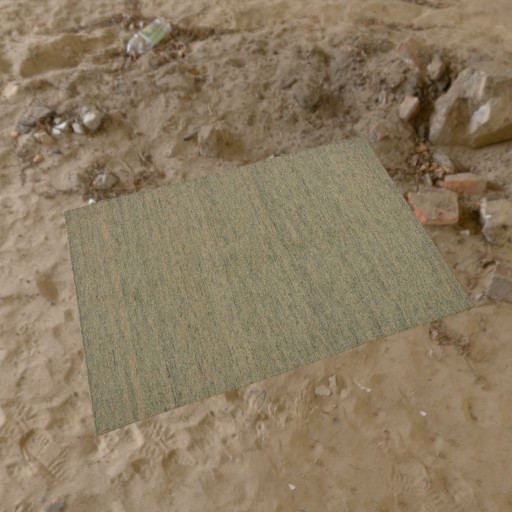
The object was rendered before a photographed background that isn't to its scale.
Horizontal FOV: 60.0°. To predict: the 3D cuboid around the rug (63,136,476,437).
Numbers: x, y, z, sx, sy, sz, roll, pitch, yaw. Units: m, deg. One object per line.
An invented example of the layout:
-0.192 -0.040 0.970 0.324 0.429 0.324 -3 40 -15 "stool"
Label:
0.000 0.000 2.870 2.283 0.013 1.547 -16 60 -10 "rug"
